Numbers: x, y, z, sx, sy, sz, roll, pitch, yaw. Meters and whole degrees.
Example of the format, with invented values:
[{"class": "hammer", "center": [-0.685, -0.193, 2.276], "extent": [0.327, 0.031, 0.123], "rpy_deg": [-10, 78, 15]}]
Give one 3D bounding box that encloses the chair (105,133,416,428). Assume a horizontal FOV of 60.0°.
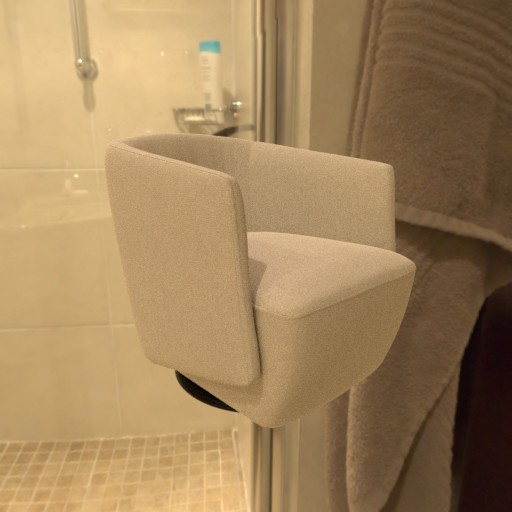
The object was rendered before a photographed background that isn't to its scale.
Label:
[{"class": "chair", "center": [0.000, 0.000, 1.597], "extent": [0.822, 0.861, 0.986], "rpy_deg": [-14, 20, -42]}]
